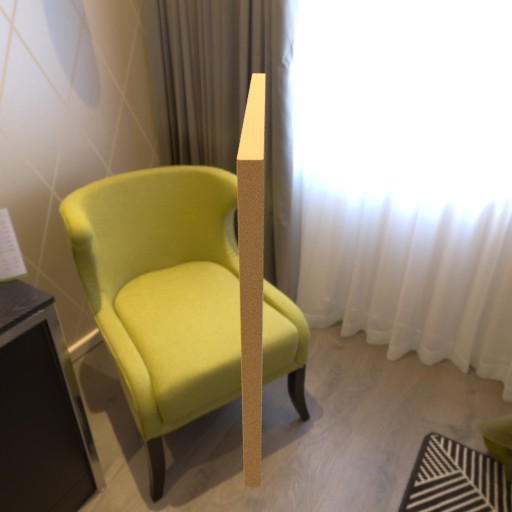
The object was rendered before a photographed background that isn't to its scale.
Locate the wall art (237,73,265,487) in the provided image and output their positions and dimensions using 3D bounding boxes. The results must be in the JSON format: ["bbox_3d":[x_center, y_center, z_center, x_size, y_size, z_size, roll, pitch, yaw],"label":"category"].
[{"bbox_3d":[0.000,0.000,1.134,0.037,0.761,0.761,1,31,1],"label":"wall art"}]
